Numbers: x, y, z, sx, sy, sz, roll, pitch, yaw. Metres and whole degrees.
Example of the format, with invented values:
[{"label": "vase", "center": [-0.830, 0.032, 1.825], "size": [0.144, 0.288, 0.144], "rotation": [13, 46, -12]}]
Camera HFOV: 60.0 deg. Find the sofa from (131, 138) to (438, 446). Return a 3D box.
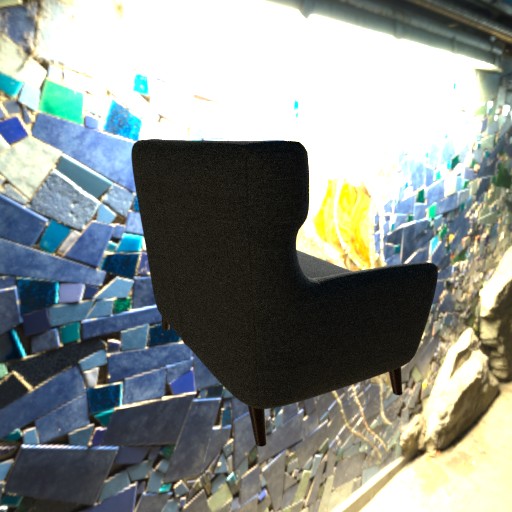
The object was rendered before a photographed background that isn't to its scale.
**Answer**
[{"label": "sofa", "center": [0.000, 0.000, 2.012], "size": [0.874, 1.028, 1.358], "rotation": [-8, 17, -28]}]
